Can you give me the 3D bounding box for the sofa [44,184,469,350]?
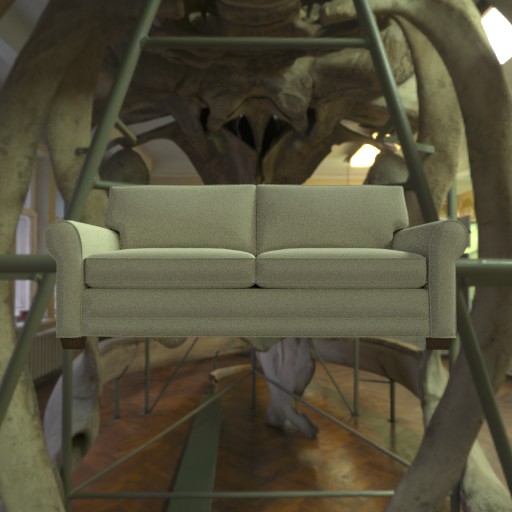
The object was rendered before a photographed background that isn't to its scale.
[{"bbox_3d":[0.000,0.000,2.658,2.146,0.962,0.901,0,-1,0],"label":"sofa"}]
